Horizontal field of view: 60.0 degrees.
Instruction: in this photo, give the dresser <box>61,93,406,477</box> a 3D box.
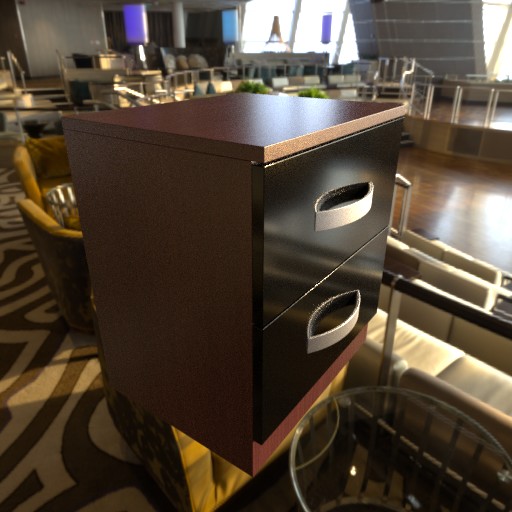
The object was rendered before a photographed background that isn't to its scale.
[{"bbox_3d":[0.000,0.000,0.749,0.360,0.470,0.400,17,30,32],"label":"dresser"}]
